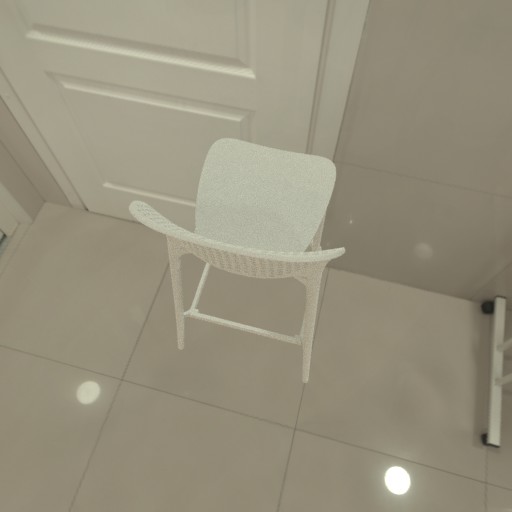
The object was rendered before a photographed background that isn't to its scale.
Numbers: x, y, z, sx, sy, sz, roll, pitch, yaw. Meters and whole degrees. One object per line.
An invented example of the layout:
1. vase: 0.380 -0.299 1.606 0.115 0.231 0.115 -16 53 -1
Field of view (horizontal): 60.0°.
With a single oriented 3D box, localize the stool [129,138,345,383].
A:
1. stool: 0.000 0.000 1.398 0.536 1.045 0.535 13 63 7
